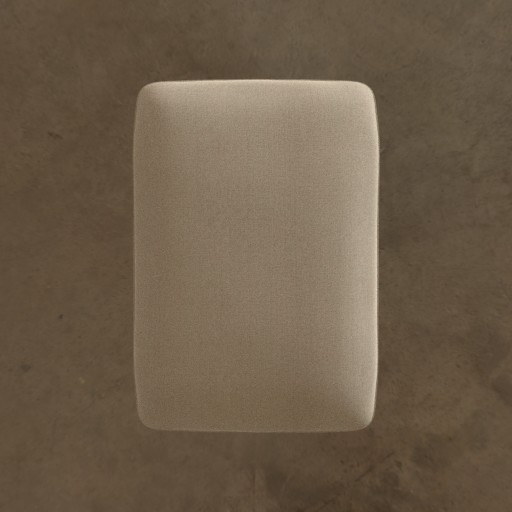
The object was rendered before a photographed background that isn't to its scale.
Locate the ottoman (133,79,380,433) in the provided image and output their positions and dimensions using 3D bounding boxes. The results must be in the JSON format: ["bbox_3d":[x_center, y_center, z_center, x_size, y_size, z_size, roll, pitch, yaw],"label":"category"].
[{"bbox_3d":[0.000,0.000,1.377,0.686,0.453,0.984,0,91,1],"label":"ottoman"}]
